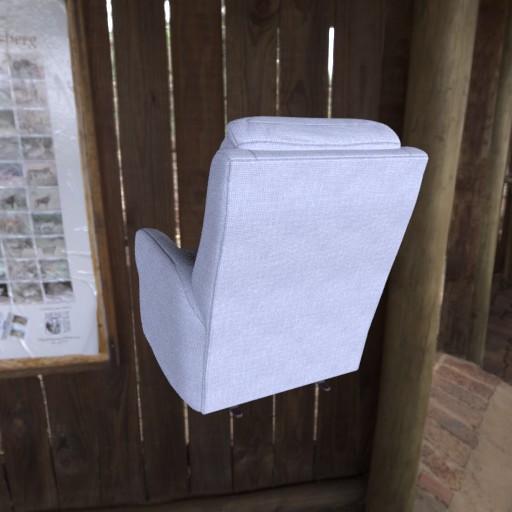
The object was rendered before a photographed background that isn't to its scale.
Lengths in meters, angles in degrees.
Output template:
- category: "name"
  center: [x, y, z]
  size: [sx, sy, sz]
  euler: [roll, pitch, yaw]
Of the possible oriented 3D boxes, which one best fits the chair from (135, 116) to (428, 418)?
- category: "chair"
  center: [0.000, 0.000, 1.787]
  size: [0.829, 1.030, 1.080]
  euler: [-7, 16, -26]
